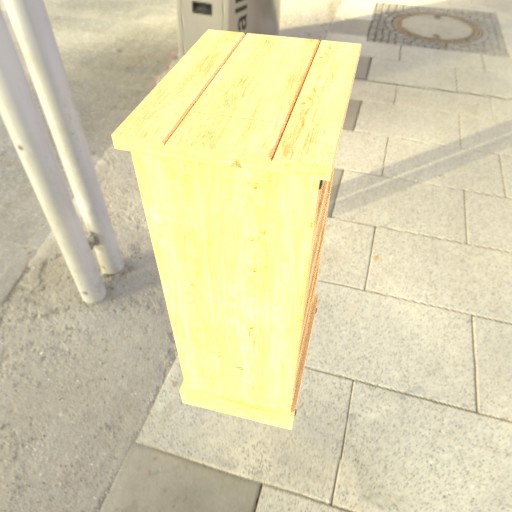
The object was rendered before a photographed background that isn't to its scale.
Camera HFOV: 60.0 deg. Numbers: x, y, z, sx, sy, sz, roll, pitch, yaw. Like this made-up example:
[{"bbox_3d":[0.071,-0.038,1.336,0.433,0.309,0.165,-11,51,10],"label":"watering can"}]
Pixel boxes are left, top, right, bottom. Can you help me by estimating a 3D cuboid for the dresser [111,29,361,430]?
[{"bbox_3d":[0.000,0.000,1.299,0.390,1.041,0.531,10,47,10],"label":"dresser"}]
